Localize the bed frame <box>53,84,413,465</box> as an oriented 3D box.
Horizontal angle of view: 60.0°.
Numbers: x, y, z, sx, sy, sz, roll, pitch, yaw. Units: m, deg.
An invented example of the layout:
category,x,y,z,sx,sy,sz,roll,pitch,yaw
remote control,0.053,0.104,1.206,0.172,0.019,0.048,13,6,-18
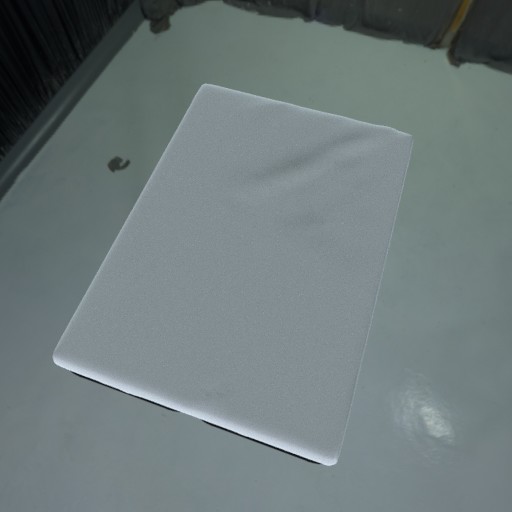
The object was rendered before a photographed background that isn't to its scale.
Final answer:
category,x,y,z,sx,sy,sz,roll,pitch,yaw
bed frame,0.000,0.000,2.574,1.372,0.637,1.905,17,64,8
